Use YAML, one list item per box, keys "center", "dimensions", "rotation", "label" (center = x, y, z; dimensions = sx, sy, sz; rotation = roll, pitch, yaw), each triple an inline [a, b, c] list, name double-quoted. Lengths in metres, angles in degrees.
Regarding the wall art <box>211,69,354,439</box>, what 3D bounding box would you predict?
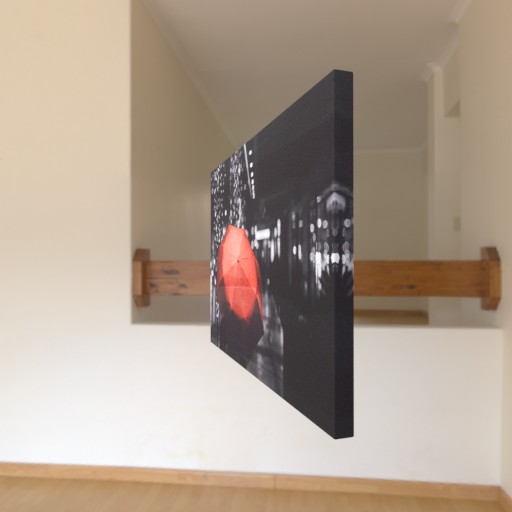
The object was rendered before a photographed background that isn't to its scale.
- center: [0.000, 0.000, 1.165]
  dimensions: [0.038, 0.609, 0.914]
  rotation: [0, -1, -19]
  label: "wall art"
